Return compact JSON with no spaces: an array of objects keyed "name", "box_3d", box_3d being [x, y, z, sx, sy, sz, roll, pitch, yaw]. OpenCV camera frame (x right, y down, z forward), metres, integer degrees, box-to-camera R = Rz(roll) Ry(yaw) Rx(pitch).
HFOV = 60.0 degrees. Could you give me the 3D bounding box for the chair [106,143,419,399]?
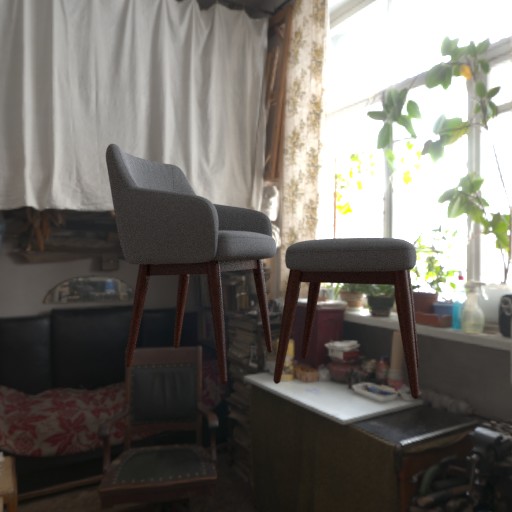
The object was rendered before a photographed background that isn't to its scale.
[{"name":"chair","box_3d":[0.000,0.000,1.599,1.107,0.799,0.584,0,1,20]}]
